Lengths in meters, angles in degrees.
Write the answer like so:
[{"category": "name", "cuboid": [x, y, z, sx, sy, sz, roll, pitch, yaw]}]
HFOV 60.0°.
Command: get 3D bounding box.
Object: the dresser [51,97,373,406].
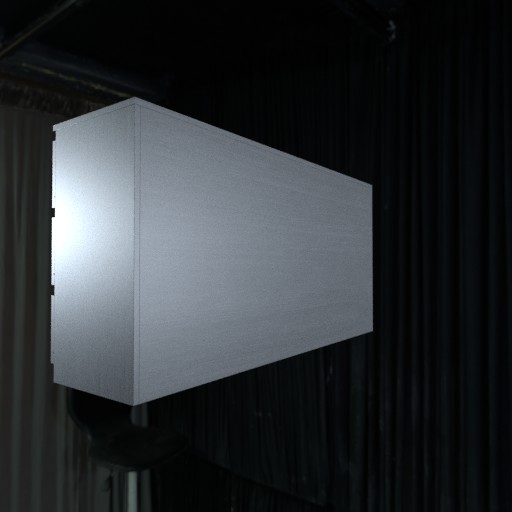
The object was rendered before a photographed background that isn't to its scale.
[{"category": "dresser", "cuboid": [0.000, 0.000, 1.896, 0.400, 0.795, 1.590, -1, -1, 37]}]
